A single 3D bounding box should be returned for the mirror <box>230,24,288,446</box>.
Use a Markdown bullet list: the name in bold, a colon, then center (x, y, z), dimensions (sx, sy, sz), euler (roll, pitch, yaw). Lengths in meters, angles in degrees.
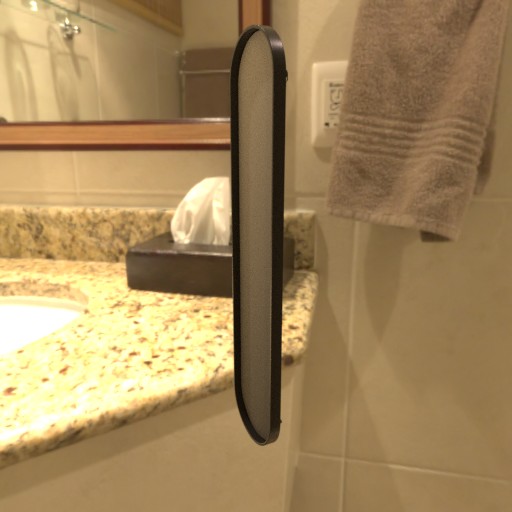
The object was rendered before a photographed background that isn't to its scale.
- **mirror**: center (0.000, 0.000, 1.052), dimensions (0.032, 0.991, 0.222), euler (-7, 17, -25)
